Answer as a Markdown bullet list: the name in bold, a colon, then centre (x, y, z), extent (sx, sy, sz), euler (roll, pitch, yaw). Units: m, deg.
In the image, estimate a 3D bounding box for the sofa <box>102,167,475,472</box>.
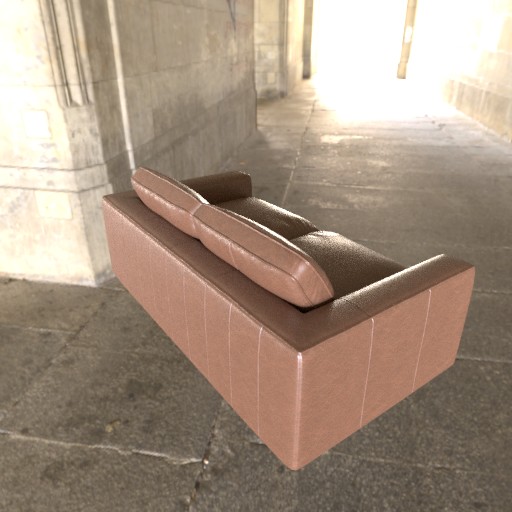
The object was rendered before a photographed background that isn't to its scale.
- **sofa**: centre (0.000, 0.000, 2.433), extent (1.070, 0.800, 1.920), euler (-18, 32, -31)
